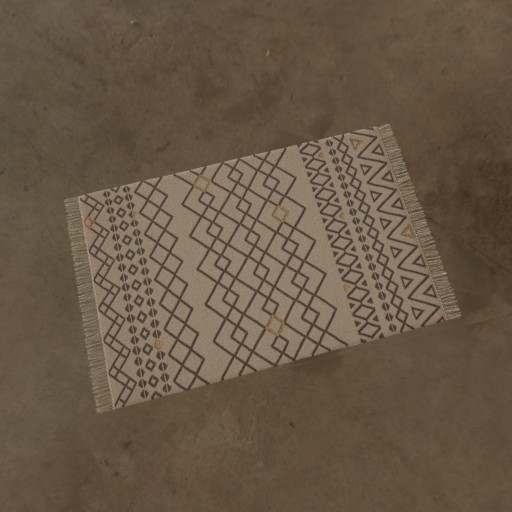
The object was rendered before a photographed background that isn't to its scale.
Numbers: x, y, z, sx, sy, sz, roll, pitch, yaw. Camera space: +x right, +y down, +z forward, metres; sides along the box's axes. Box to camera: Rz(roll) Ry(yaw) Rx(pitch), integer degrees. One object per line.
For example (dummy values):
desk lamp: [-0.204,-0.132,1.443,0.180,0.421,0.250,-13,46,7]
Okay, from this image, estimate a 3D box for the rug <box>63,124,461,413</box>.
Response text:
rug: [0.000,0.000,2.498,2.023,0.028,1.224,-14,75,-4]
